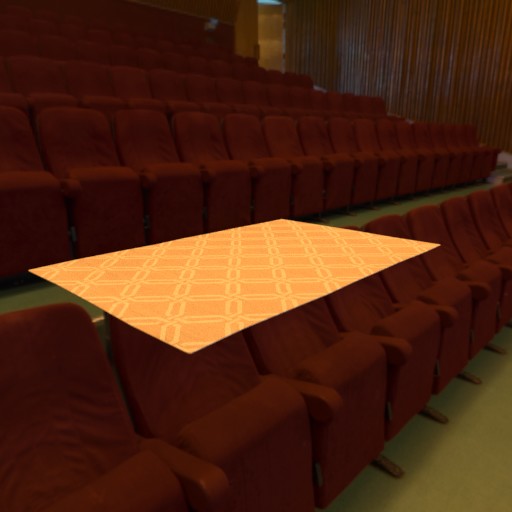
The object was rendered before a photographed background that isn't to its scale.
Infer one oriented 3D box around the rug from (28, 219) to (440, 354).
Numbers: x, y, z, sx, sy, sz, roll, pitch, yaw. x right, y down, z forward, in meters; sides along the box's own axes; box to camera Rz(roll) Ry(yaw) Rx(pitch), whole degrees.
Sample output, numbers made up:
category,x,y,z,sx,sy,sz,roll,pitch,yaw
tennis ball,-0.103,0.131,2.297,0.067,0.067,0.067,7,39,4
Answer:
category,x,y,z,sx,sy,sz,roll,pitch,yaw
rug,0.000,0.000,2.186,1.146,0.010,1.745,14,20,42
